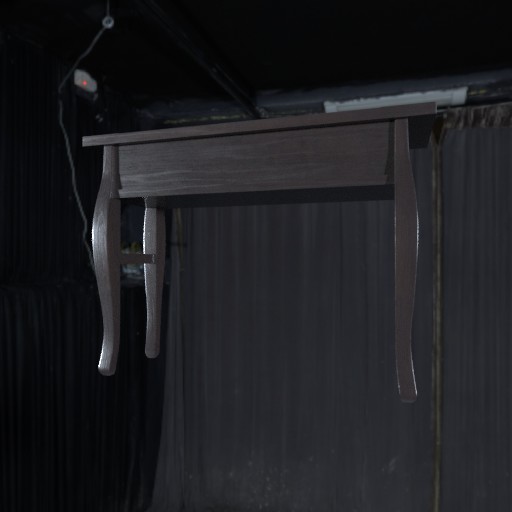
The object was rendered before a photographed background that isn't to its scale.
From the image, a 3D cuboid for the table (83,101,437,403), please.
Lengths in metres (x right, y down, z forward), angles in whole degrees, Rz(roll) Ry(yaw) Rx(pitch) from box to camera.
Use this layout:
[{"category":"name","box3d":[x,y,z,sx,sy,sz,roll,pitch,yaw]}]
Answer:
[{"category":"table","box3d":[0.000,0.000,1.436,1.062,0.768,0.373,0,-1,17]}]
